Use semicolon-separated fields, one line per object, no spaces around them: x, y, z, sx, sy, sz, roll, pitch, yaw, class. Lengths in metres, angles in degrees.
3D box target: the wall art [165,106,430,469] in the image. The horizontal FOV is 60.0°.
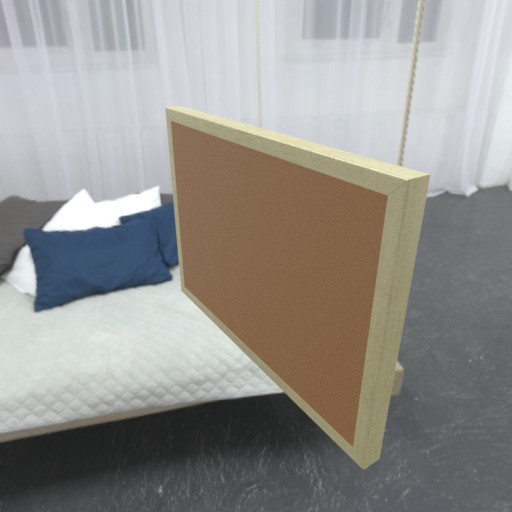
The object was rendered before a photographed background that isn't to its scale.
0.000;0.000;0.685;0.032;0.381;0.533;-17;31;-30;wall art
